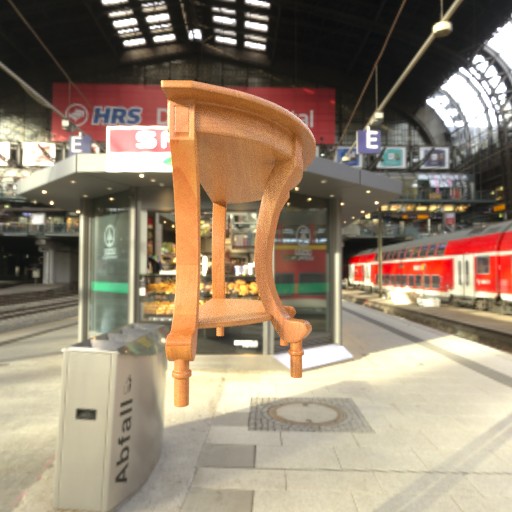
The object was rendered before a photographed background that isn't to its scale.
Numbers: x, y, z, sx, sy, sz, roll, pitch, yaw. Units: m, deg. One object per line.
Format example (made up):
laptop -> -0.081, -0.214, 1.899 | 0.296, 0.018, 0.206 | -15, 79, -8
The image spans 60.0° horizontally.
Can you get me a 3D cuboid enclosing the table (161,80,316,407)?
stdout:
table -> 0.000, 0.000, 1.508 | 0.394, 0.692, 1.198 | 0, -2, 0
